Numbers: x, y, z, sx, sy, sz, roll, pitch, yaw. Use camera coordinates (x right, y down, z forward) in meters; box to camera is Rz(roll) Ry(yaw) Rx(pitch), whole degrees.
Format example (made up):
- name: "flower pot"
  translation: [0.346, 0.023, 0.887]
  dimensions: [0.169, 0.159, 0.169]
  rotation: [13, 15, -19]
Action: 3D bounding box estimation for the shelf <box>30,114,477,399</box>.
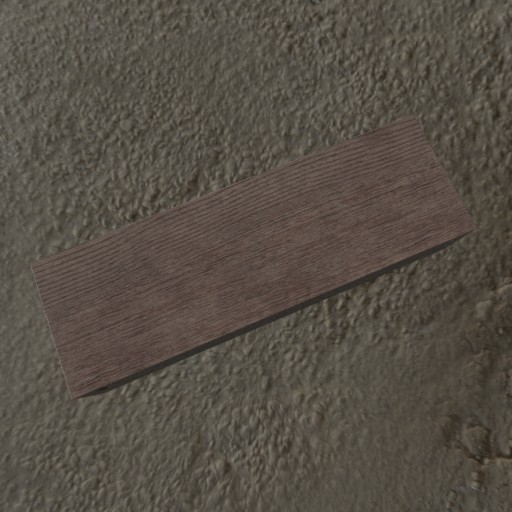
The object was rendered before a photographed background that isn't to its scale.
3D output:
- name: "shelf"
  translation: [0.000, 0.000, 0.694]
  dimensions: [0.610, 0.125, 0.200]
  rotation: [-22, 77, -5]
